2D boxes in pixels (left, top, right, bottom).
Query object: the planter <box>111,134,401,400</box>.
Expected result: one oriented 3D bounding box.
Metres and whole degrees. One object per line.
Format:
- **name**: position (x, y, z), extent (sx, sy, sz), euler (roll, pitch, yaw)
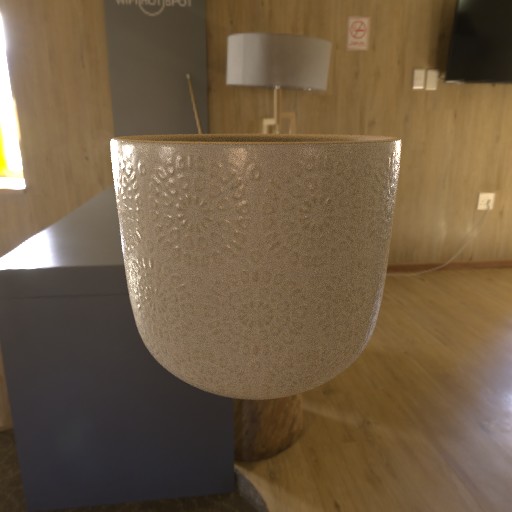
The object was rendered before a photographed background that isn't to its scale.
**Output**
- **planter**: position (0.000, 0.000, 0.292), extent (0.170, 0.152, 0.170), euler (0, 17, 0)
